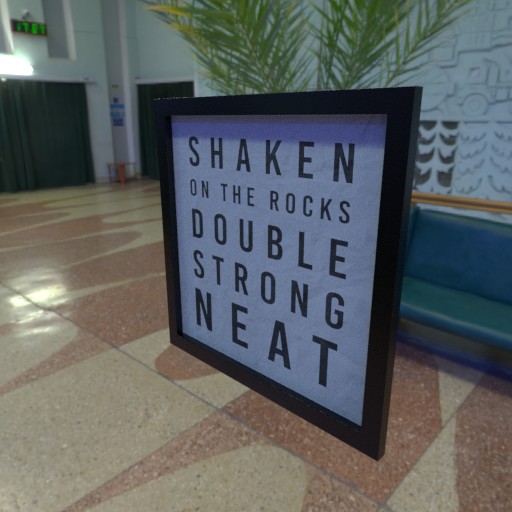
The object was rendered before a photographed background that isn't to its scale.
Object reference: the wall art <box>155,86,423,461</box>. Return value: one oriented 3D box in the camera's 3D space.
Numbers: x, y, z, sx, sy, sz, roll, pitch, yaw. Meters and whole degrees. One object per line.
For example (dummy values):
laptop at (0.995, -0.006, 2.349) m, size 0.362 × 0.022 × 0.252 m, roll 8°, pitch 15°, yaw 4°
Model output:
wall art at (0.000, 0.000, 0.509) m, size 0.349 × 0.349 × 0.014 m, roll 16°, pitch 23°, yaw 42°
